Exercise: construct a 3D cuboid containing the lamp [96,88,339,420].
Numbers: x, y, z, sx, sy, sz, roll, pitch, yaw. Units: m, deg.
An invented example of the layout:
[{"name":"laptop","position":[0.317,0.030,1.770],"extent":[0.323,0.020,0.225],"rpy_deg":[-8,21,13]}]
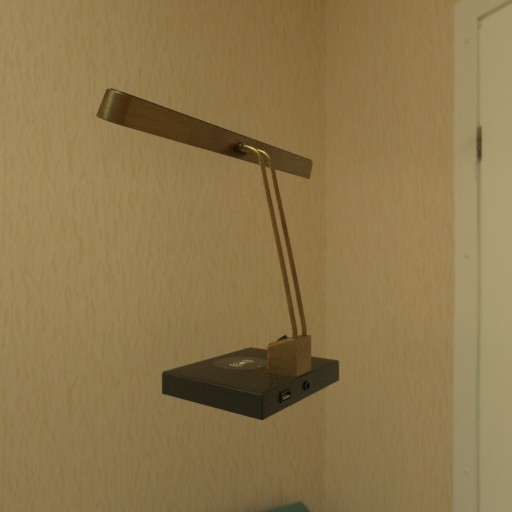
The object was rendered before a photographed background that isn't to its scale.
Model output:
[{"name":"lamp","position":[0.000,0.000,0.584],"extent":[0.156,0.345,0.412],"rpy_deg":[0,0,36]}]
